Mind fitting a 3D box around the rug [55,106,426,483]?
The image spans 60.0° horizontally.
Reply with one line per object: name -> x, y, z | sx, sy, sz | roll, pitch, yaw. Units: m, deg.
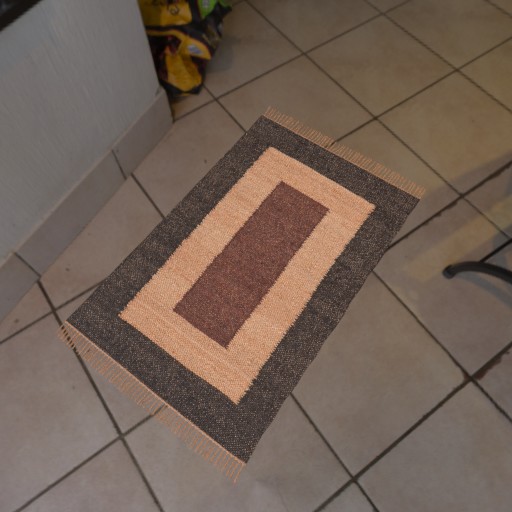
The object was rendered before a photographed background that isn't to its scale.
rug -> 0.000, 0.000, 1.945 | 0.920, 0.013, 1.541 | 33, 68, 15
